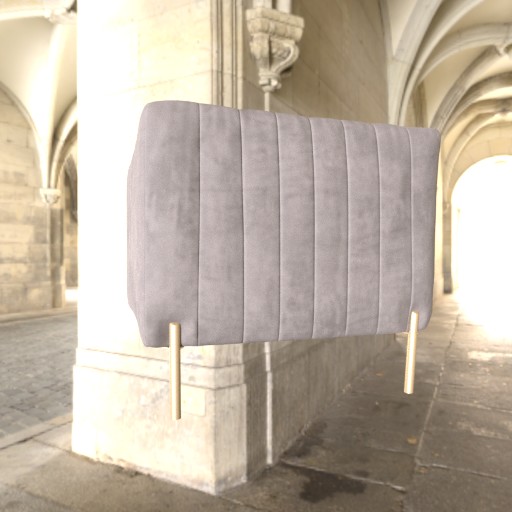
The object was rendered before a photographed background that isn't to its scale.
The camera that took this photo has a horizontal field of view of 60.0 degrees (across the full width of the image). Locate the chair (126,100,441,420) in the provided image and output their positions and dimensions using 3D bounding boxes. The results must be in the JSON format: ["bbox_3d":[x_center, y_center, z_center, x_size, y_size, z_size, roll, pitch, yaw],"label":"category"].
[{"bbox_3d":[0.000,0.000,1.601,0.873,0.779,0.981,0,0,-18],"label":"chair"}]
